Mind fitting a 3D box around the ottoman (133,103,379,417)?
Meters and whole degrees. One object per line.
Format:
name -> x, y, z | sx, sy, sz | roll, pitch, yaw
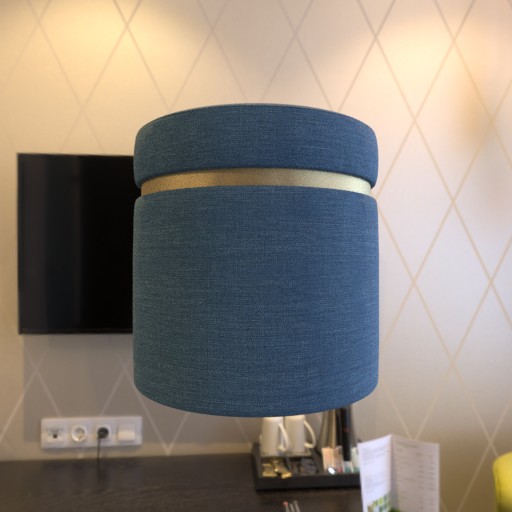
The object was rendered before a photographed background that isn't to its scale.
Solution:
ottoman -> 0.000, 0.000, 0.744 | 0.398, 0.406, 0.398 | 0, 0, 0
